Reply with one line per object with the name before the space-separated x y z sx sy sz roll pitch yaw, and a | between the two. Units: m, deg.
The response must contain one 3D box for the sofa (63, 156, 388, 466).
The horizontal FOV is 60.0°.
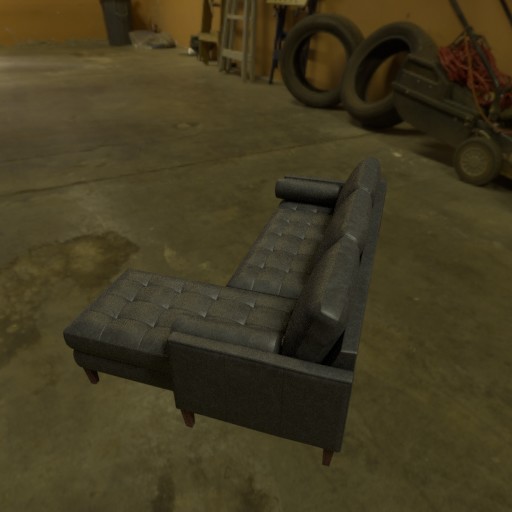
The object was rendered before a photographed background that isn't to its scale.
sofa | 0.000 0.000 2.917 1.497 0.876 2.178 9 33 15
